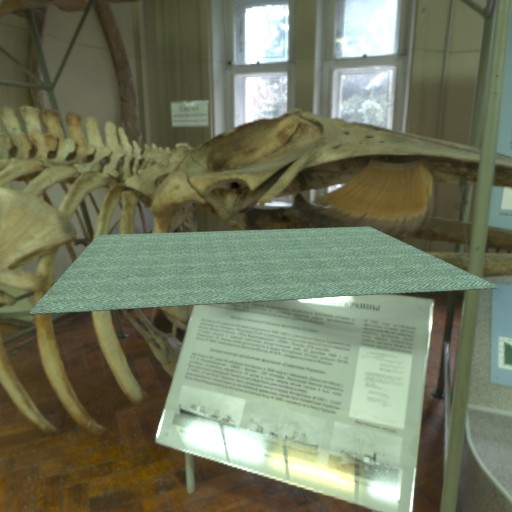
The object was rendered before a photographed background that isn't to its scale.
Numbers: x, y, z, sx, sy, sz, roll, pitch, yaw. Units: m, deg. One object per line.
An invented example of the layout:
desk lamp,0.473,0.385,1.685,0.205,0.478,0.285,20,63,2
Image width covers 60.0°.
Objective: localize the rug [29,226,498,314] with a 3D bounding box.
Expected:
rug,0.000,0.000,5.033,3.957,0.011,2.894,-2,15,-9
